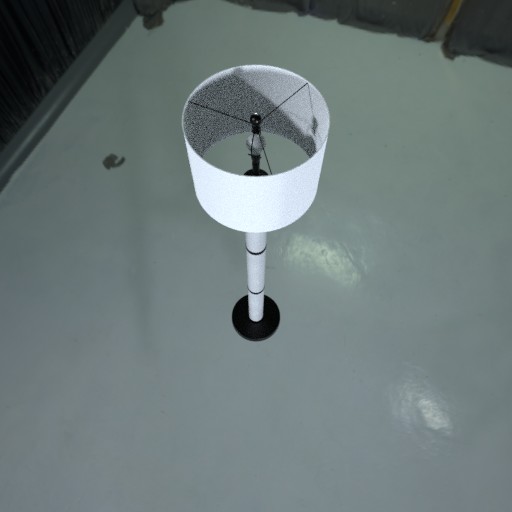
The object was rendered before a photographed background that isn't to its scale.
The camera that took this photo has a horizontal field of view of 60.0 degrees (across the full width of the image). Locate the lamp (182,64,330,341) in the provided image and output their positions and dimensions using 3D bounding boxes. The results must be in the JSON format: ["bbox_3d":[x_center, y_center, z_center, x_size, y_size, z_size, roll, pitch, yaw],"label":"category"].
[{"bbox_3d":[0.000,0.000,1.831,0.377,1.599,0.377,16,65,8],"label":"lamp"}]
